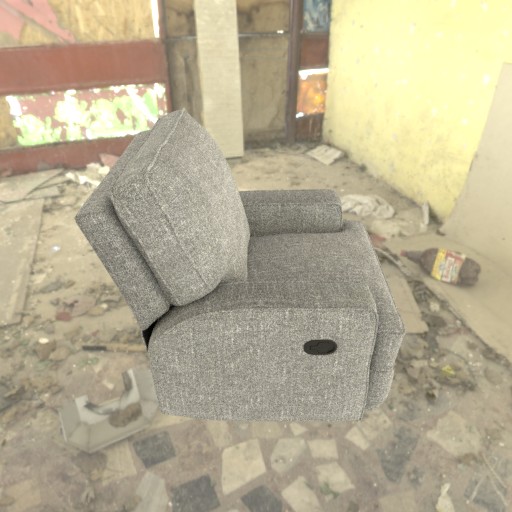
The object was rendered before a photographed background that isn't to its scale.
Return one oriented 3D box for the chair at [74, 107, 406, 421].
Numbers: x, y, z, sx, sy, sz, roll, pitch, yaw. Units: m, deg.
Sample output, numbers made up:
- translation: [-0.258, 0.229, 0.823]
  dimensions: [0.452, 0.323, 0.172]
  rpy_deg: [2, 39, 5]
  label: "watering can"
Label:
- translation: [0.000, 0.000, 1.674]
  dimensions: [0.964, 0.962, 0.861]
  rpy_deg: [0, 33, 1]
  label: "chair"
